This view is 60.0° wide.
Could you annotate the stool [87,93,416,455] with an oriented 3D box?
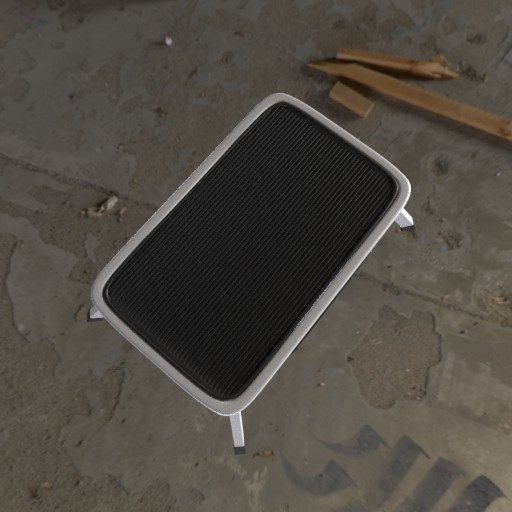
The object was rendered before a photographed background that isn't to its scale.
[{"bbox_3d":[0.000,0.000,0.629,0.320,0.170,0.460,38,78,10],"label":"stool"}]
